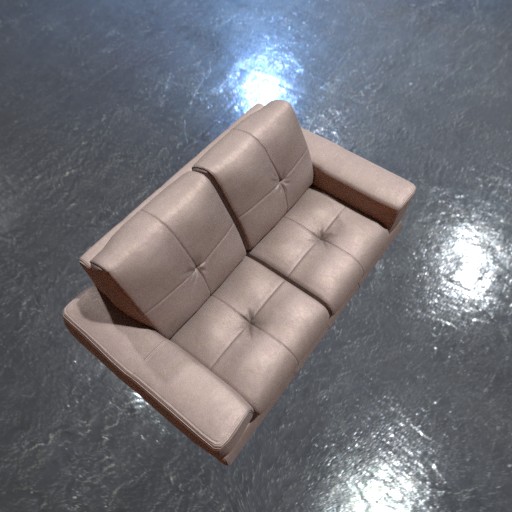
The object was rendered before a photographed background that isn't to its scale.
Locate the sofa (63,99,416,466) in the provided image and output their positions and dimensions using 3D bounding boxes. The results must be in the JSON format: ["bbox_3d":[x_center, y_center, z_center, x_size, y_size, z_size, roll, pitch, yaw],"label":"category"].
[{"bbox_3d":[0.000,0.000,2.378,1.018,0.907,1.806,33,64,19],"label":"sofa"}]
